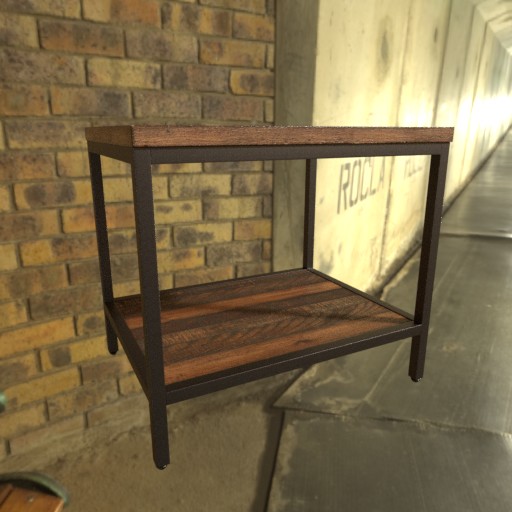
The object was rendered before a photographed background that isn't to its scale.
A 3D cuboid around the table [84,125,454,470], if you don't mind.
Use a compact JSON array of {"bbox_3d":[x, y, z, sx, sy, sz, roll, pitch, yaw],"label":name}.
[{"bbox_3d":[0.000,0.000,1.096,0.678,0.612,0.524,-8,18,-26],"label":"table"}]
